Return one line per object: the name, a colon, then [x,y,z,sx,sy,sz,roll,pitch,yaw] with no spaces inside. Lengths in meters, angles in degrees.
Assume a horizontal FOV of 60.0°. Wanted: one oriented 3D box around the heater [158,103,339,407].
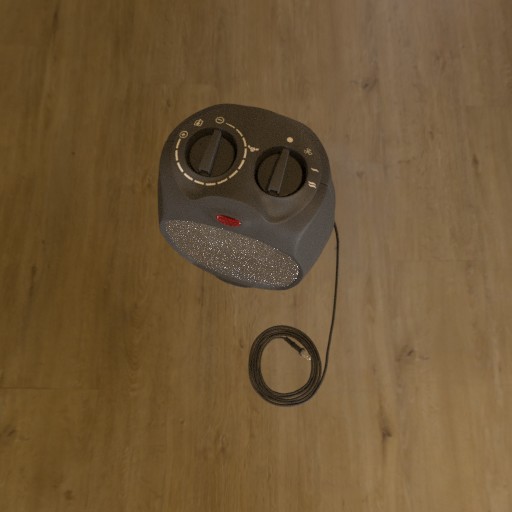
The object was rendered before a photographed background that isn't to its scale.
heater: [0.000,0.000,0.475,0.239,0.240,0.291,17,76,4]
